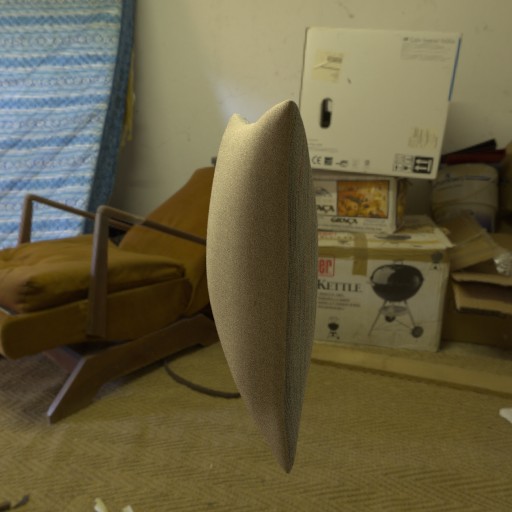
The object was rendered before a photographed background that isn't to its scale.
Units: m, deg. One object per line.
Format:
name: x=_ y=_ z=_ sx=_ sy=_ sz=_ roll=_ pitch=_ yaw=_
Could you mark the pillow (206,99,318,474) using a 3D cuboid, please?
pillow: x=0.000 y=0.000 z=0.801 sx=0.178 sy=0.506 sz=0.512 roll=-3 pitch=16 yaw=-9
